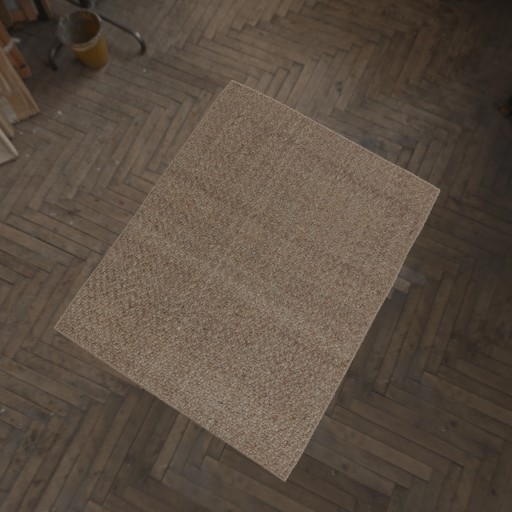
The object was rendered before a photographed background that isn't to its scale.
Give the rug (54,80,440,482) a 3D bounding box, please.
[{"bbox_3d":[0.000,0.000,4.136,2.439,0.013,3.048,30,77,8],"label":"rug"}]
